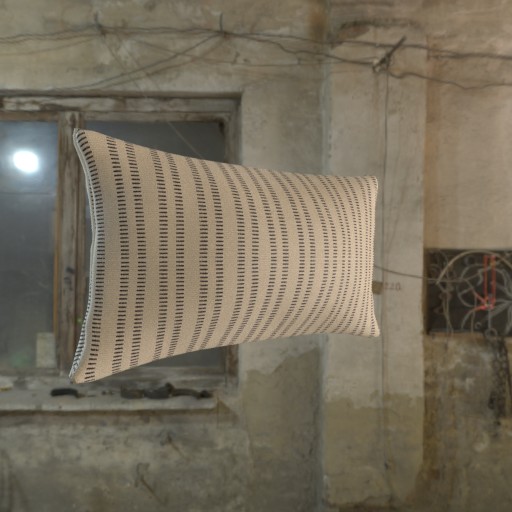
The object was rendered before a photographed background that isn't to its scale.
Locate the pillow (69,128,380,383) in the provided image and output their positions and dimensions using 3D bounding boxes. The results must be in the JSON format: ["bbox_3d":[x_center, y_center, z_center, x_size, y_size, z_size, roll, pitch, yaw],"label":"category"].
[{"bbox_3d":[0.000,0.000,0.796,0.640,0.353,0.210,0,0,-36],"label":"pillow"}]
